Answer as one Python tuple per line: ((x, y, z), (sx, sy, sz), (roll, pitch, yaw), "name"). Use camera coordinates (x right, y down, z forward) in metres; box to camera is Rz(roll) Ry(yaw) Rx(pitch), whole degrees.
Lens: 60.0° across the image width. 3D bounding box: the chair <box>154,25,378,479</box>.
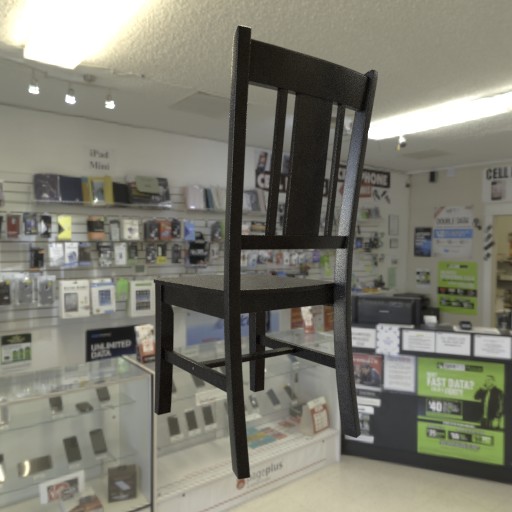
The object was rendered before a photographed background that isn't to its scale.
((0.000, 0.000, 1.286), (0.450, 0.998, 0.555), (-1, 2, -35), "chair")
